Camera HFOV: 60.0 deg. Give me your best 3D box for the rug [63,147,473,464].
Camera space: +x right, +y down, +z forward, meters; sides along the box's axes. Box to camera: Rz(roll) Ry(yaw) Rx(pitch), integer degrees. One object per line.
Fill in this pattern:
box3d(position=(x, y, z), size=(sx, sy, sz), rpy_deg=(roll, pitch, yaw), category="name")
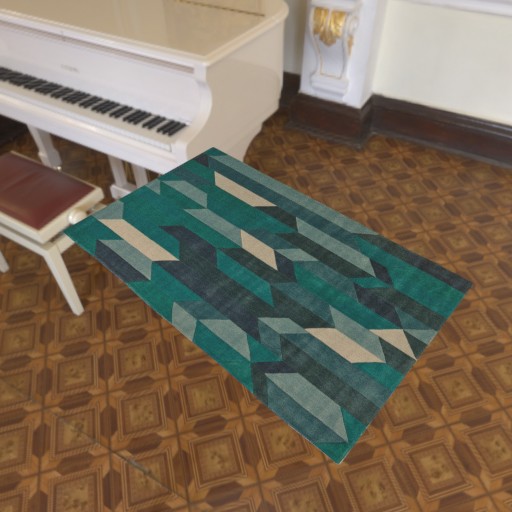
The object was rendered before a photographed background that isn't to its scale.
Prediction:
box3d(position=(0.000, 0.000, 3.038), size=(2.420, 0.005, 1.528), rpy_deg=(33, 54, 28), category="rug")
